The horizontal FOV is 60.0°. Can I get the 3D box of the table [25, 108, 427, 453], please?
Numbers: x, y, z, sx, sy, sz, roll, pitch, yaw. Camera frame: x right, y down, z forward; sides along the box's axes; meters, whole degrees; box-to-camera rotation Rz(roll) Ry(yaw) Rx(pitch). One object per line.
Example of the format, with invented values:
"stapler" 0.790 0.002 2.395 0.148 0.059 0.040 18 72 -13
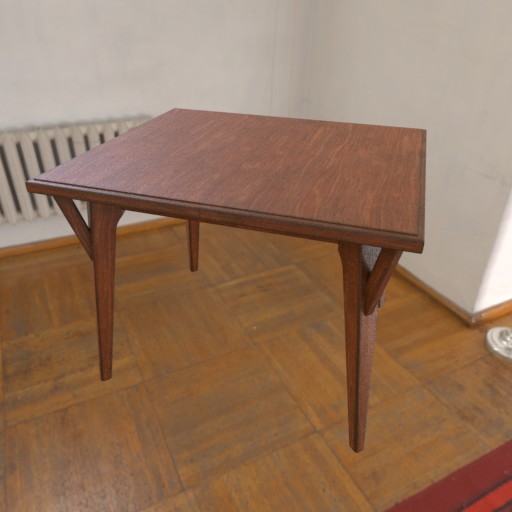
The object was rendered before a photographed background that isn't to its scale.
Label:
"table" 0.000 0.000 1.555 0.991 0.761 0.838 10 33 16
